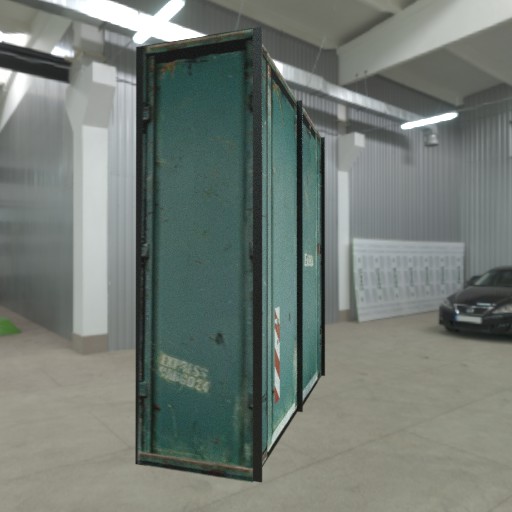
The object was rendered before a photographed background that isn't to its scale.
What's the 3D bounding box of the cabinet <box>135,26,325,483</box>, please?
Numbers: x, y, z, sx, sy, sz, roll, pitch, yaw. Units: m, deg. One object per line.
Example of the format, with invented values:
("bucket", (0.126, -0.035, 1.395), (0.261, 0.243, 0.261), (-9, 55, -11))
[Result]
("cabinet", (0.000, 0.000, 3.147), (0.680, 2.160, 2.000), (0, 0, 17))
